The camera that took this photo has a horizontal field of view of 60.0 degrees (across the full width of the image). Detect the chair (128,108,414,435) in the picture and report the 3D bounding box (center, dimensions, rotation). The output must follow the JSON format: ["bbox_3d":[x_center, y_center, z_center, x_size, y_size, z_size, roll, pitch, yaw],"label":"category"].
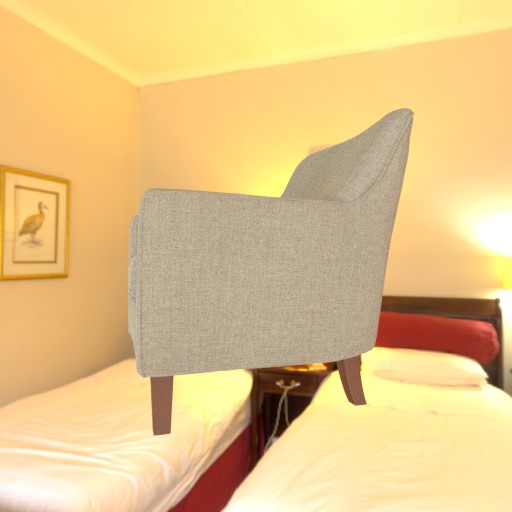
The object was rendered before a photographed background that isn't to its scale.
[{"bbox_3d":[0.000,0.000,1.787,0.993,1.047,0.887,0,0,-18],"label":"chair"}]
